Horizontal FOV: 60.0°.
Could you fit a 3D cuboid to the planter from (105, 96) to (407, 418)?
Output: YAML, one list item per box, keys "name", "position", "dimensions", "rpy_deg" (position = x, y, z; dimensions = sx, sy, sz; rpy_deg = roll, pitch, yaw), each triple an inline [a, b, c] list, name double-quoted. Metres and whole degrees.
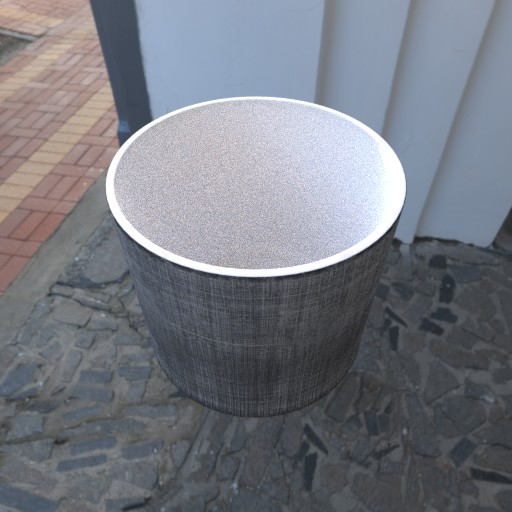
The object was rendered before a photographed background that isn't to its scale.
- name: "planter"
  position: [0.000, 0.000, 0.325]
  dimensions: [0.178, 0.157, 0.178]
  rpy_deg: [0, 46, 0]
